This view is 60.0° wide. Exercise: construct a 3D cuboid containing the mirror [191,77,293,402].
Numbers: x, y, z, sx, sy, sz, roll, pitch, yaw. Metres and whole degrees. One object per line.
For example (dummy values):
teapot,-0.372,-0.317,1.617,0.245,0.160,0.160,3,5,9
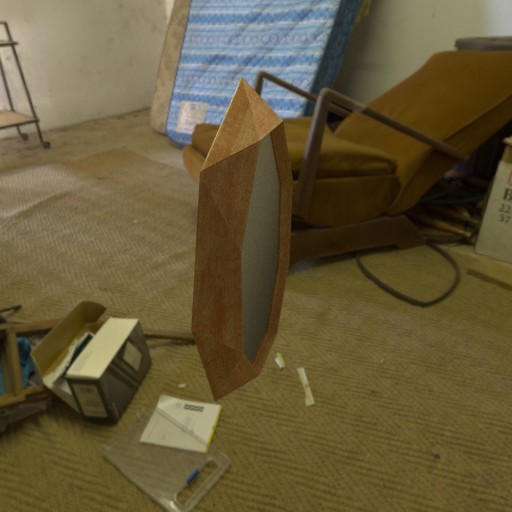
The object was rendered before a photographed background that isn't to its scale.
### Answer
mirror,0.000,0.000,1.026,0.070,0.774,0.577,9,31,16
